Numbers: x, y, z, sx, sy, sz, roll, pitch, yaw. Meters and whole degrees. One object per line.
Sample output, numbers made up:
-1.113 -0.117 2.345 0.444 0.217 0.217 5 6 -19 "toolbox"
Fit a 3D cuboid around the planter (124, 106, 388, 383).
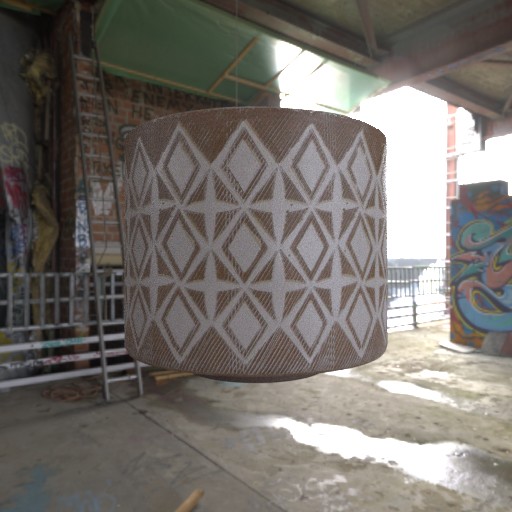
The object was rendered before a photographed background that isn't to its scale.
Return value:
0.000 0.000 0.339 0.193 0.165 0.193 0 0 0 "planter"
